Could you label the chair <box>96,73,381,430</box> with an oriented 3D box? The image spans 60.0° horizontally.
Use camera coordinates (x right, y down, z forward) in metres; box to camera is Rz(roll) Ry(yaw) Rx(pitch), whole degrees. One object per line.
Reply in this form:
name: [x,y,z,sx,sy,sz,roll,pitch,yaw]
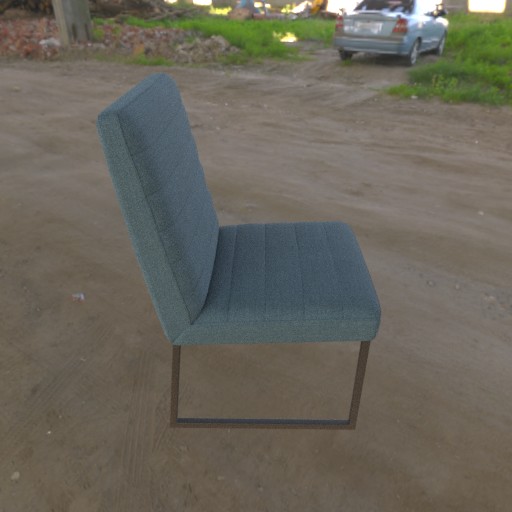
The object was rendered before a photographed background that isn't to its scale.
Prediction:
chair: [0.000,0.000,1.287,0.634,0.930,0.520,0,31,1]
